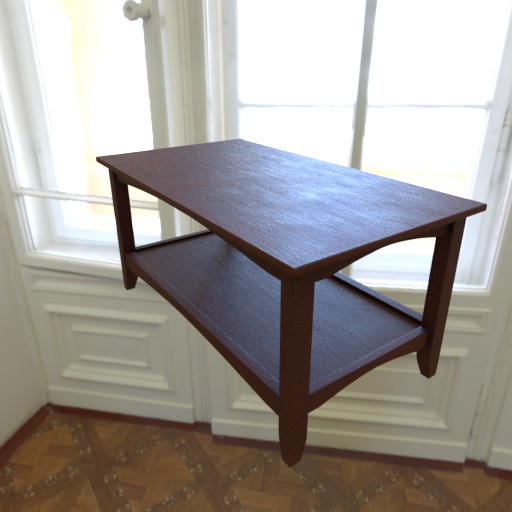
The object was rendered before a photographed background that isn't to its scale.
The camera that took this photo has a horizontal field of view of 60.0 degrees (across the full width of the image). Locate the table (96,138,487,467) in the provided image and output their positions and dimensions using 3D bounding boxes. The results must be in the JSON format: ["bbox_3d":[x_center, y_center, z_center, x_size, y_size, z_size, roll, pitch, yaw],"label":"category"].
[{"bbox_3d":[0.000,0.000,1.240,0.533,0.456,0.943,-17,30,-32],"label":"table"}]
